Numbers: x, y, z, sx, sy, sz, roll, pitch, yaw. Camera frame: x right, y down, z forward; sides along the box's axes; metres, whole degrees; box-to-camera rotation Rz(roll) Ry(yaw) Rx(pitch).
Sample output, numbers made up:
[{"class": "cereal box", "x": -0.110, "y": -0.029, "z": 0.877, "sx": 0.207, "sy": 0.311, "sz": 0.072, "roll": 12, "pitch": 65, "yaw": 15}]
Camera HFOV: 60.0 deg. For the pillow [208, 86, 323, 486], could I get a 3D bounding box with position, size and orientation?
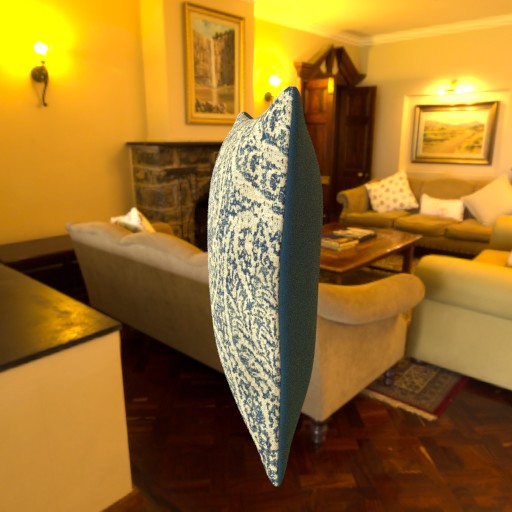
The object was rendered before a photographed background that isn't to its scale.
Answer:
[{"class": "pillow", "x": 0.000, "y": 0.000, "z": 0.780, "sx": 0.166, "sy": 0.510, "sz": 0.523, "roll": -2, "pitch": 15, "yaw": -7}]
